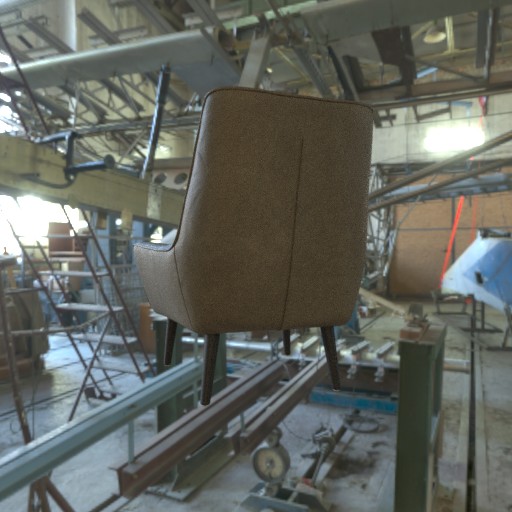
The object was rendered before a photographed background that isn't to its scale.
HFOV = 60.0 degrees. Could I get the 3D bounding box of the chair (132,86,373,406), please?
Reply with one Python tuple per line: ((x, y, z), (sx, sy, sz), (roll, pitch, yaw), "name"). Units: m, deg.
((0.000, 0.000, 1.554), (0.787, 0.888, 0.824), (0, 1, -19), "chair")
